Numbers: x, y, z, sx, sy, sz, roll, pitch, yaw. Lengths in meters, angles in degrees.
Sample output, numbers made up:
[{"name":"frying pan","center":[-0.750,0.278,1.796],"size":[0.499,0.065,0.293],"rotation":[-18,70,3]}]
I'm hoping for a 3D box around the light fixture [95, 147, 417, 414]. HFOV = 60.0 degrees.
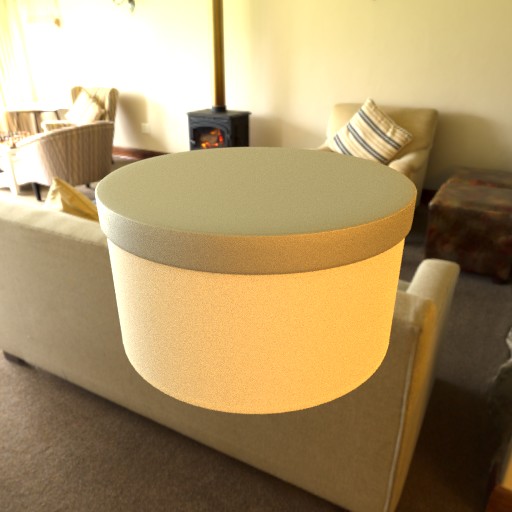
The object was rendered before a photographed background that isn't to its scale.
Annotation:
[{"name":"light fixture","center":[0.000,0.000,0.617],"size":[0.393,0.229,0.393],"rotation":[0,25,0]}]
